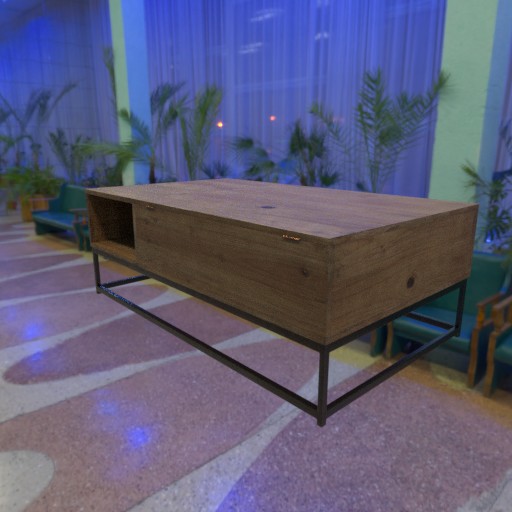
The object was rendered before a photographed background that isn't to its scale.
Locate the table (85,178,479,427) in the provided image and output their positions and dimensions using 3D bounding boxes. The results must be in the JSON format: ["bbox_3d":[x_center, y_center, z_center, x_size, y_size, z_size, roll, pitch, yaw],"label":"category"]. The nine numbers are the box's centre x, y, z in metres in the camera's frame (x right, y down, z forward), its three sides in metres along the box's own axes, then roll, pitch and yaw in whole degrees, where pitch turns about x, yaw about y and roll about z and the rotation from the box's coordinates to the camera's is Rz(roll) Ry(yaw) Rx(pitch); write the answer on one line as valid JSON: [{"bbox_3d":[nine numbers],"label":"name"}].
[{"bbox_3d":[0.000,0.000,1.445,0.655,0.395,1.101,-13,20,-41],"label":"table"}]
